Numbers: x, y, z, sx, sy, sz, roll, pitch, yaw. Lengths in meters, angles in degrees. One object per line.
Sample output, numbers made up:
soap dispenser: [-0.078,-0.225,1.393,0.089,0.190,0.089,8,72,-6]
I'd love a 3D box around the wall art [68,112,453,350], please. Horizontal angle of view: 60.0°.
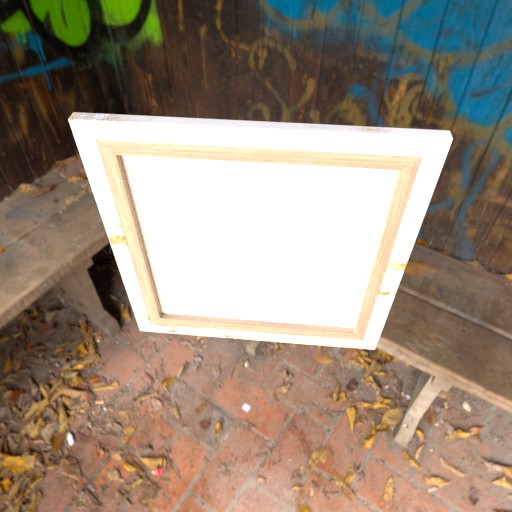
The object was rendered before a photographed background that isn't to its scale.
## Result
wall art: [0.000,0.000,1.547,1.015,1.018,0.040,4,47,4]
